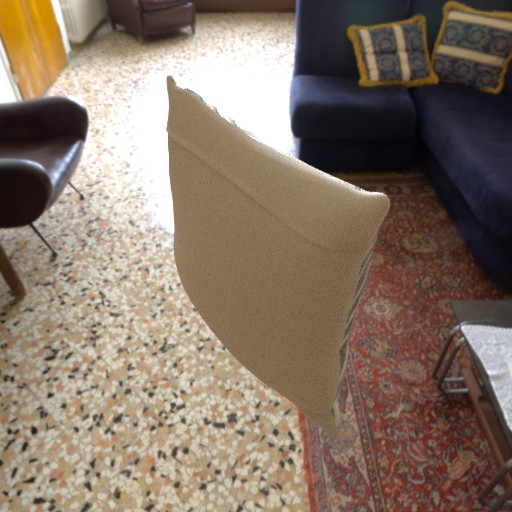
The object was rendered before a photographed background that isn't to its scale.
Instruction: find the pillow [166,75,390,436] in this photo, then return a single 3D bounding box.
[{"bbox_3d":[0.000,0.000,0.682,0.182,0.441,0.440,-27,48,-27],"label":"pillow"}]
